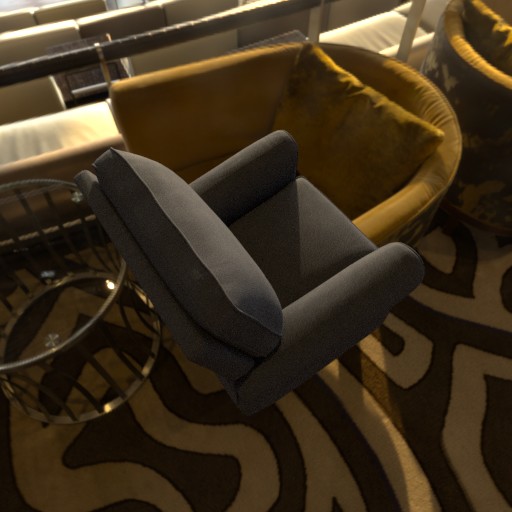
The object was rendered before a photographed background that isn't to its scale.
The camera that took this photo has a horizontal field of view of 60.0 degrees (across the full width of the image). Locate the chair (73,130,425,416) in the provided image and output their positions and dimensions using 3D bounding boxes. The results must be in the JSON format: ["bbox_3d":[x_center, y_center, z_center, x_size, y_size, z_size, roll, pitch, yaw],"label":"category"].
[{"bbox_3d":[0.000,0.000,1.650,0.878,0.961,0.890,-30,62,-18],"label":"chair"}]
